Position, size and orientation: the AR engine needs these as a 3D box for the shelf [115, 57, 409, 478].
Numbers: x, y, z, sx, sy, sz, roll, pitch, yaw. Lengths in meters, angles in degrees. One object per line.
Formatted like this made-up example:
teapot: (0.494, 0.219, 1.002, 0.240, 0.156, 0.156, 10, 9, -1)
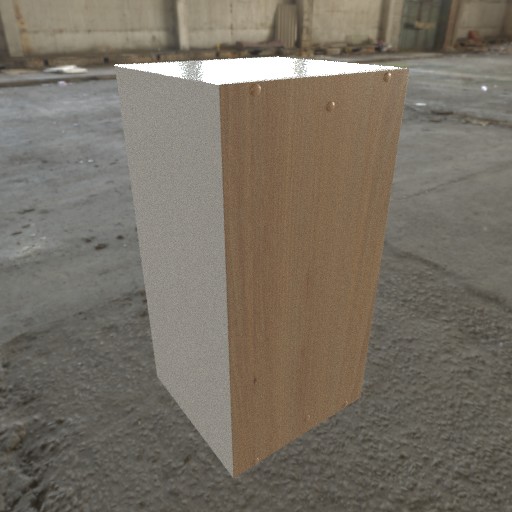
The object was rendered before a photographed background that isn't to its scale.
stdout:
shelf: (0.000, 0.000, 0.753, 0.297, 0.594, 0.290, -19, 33, -31)
